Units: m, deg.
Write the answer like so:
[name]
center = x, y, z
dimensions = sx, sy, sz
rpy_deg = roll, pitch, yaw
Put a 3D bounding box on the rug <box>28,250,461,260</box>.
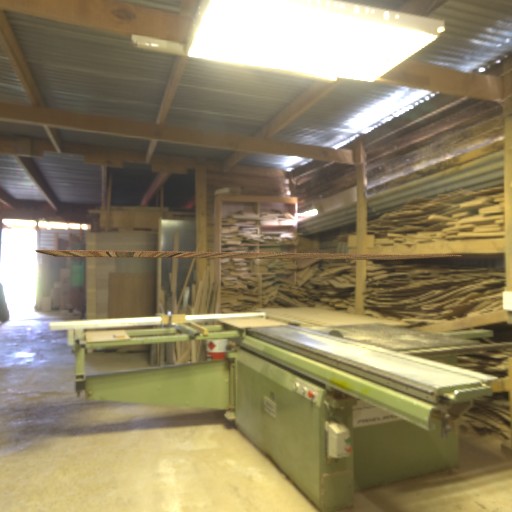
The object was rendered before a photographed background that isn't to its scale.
[rug]
center = 0.000, 0.000, 2.777
dimensions = 2.444, 0.010, 0.799
rpy_deg = 1, -2, -17
